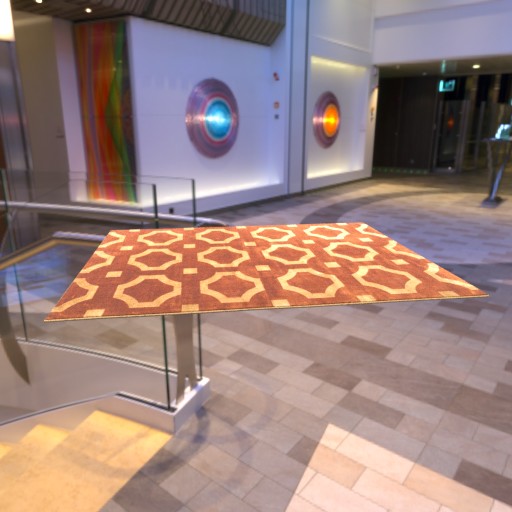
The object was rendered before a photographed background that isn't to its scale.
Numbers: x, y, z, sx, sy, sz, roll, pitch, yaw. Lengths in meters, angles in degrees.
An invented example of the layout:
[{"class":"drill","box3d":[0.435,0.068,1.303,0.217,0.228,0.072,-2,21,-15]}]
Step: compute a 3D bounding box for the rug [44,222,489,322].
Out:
[{"class":"rug","box3d":[0.000,0.000,4.158,3.049,0.021,2.466,-2,17,-8]}]
